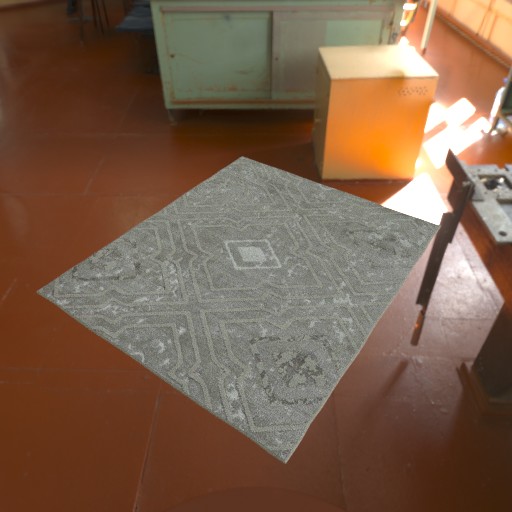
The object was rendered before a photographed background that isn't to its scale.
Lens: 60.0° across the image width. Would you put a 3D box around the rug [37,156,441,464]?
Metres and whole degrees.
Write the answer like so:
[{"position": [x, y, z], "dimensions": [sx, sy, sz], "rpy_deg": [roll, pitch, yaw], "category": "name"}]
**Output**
[{"position": [0.000, 0.000, 0.898], "dimensions": [0.548, 0.006, 0.639], "rpy_deg": [25, 47, 26], "category": "rug"}]
